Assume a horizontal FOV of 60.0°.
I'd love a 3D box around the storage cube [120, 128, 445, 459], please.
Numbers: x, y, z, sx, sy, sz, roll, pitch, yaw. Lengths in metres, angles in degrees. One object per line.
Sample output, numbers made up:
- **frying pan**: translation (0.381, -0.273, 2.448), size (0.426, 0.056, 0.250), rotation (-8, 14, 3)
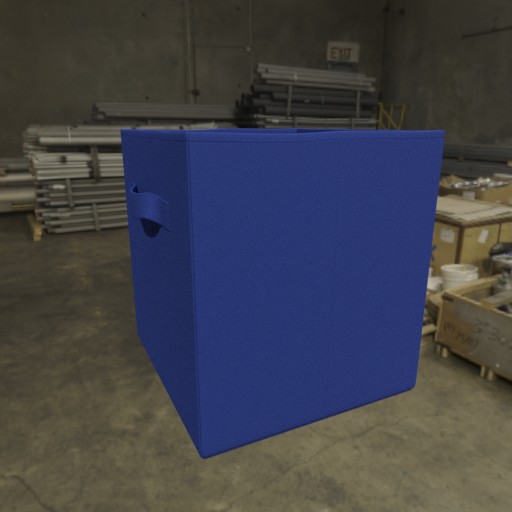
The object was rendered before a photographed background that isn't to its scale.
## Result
- **storage cube**: translation (0.000, 0.000, 0.510), size (0.270, 0.280, 0.270), rotation (-8, 18, -25)
